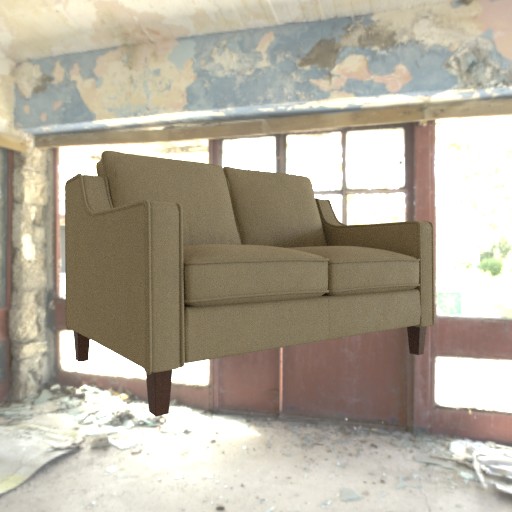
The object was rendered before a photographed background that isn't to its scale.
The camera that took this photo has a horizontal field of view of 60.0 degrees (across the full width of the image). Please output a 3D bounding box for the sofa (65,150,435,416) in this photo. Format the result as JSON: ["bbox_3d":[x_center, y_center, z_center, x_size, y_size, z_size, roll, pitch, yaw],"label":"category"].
[{"bbox_3d":[0.000,0.000,2.120,1.501,0.971,0.987,0,0,-37],"label":"sofa"}]
